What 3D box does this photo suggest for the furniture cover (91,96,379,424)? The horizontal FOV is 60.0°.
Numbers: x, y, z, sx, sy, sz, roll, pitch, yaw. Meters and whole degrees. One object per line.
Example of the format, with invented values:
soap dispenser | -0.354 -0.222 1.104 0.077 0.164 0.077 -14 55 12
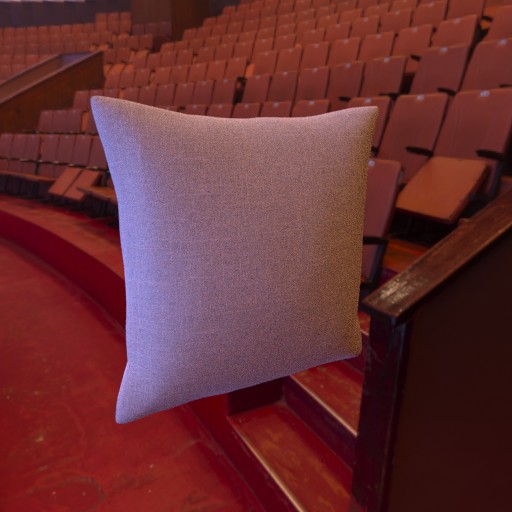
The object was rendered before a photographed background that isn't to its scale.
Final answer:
furniture cover | 0.000 0.000 0.769 0.512 0.506 0.178 -8 17 -27
